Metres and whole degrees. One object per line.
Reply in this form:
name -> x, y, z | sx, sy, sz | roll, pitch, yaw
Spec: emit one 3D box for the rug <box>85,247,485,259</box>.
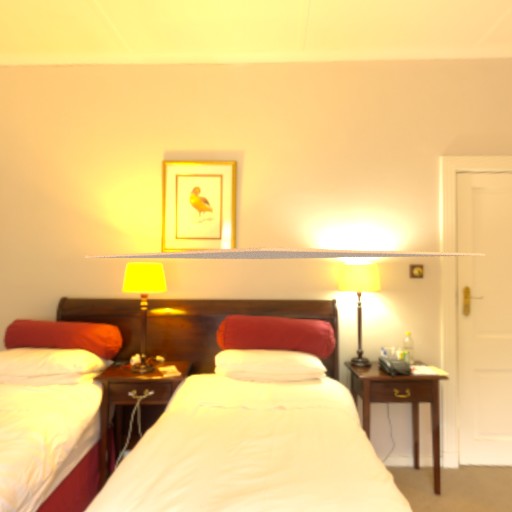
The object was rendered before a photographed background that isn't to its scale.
rug -> 0.000, 0.000, 2.798 | 1.524, 0.013, 2.134 | 1, -1, -36
